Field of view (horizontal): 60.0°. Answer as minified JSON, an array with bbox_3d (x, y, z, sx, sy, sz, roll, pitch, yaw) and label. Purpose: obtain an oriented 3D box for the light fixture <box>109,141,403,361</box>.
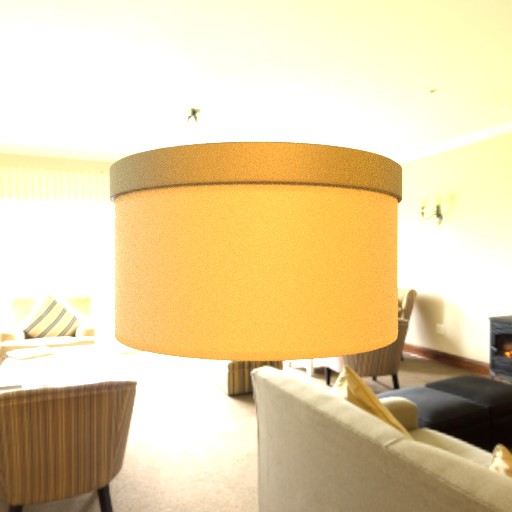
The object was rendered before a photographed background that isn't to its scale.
[{"bbox_3d":[0.000,0.000,0.627,0.393,0.229,0.393,0,0,0],"label":"light fixture"}]
